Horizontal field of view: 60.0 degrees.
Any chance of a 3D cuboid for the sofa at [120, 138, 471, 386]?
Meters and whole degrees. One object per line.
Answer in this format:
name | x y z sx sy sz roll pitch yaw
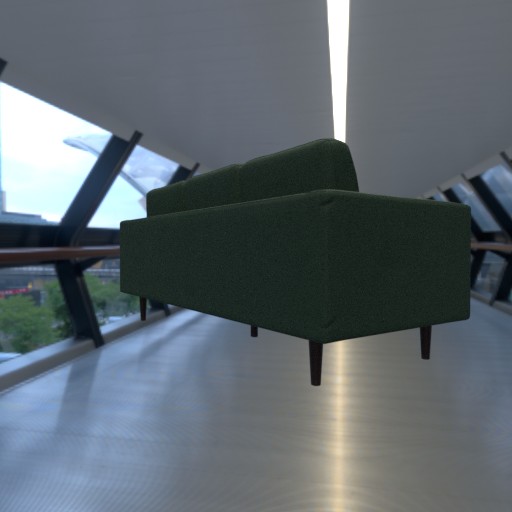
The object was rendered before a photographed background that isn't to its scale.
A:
sofa | 0.000 0.000 2.464 0.879 0.899 2.029 -1 1 -35
